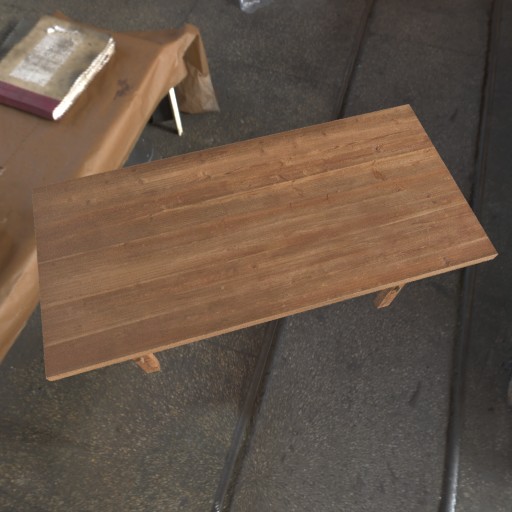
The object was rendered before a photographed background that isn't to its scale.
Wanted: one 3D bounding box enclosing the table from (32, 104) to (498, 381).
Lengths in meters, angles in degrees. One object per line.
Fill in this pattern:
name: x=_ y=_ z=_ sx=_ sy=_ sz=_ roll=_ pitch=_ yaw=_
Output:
table: x=0.000 y=0.000 z=2.421 sx=2.003 sy=0.760 sz=0.952 roll=-14 pitch=64 yaw=-7
